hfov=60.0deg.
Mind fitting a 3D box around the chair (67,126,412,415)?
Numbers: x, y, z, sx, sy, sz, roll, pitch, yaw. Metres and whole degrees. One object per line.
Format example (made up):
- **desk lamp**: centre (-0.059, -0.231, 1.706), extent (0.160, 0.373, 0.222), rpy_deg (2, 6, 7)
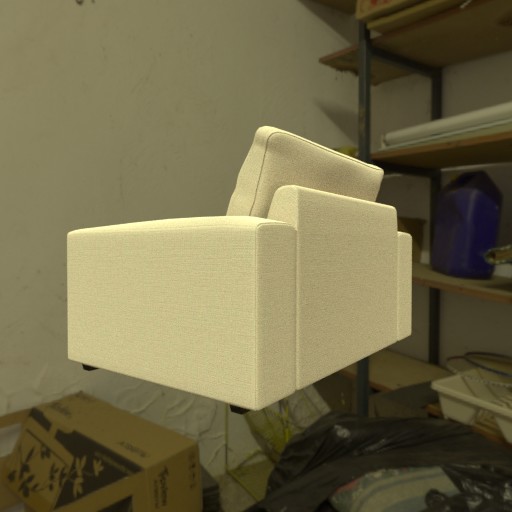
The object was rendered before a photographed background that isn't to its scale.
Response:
- **chair**: centre (0.000, 0.000, 2.107), extent (1.039, 0.915, 1.398), rpy_deg (1, 1, 37)
